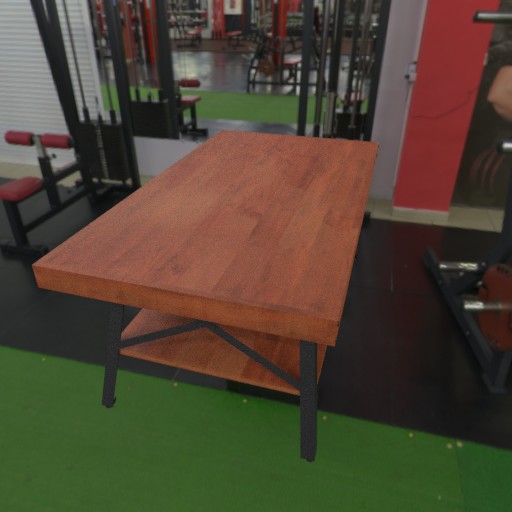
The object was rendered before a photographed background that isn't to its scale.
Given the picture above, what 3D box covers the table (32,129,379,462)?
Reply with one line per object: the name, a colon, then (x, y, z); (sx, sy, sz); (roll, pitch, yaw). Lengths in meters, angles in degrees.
table: (0.000, 0.000, 1.359); (0.610, 0.457, 1.067); (9, 32, 15)
